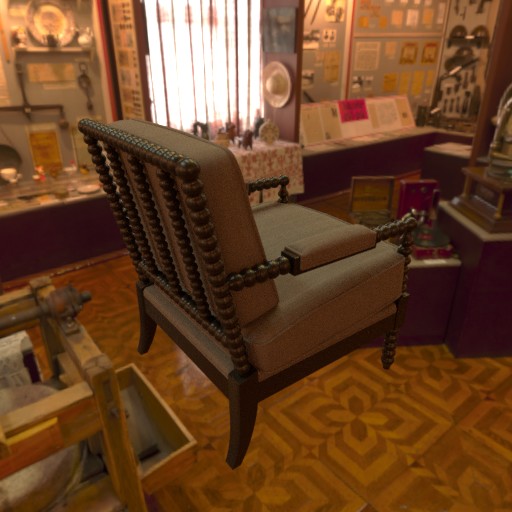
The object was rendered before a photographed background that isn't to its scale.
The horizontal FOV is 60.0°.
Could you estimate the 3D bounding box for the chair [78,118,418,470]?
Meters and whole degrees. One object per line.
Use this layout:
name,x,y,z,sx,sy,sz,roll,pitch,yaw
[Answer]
chair,0.000,0.000,1.096,0.622,0.661,0.540,-18,31,-32
